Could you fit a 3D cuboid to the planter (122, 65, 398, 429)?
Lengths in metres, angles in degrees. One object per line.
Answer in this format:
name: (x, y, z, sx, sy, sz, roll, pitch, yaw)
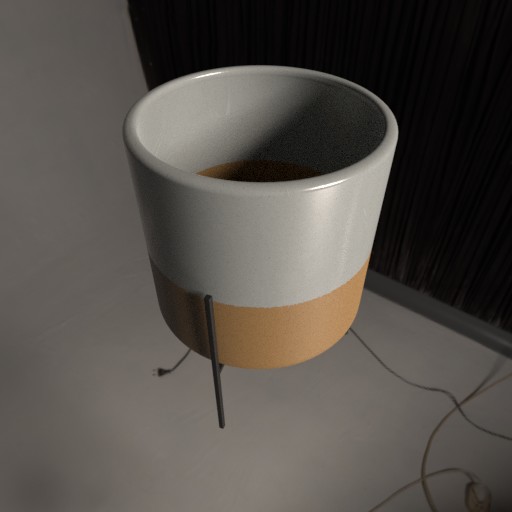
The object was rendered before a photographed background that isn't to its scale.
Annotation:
planter: (0.000, 0.000, 0.637, 0.310, 0.432, 0.310, 26, 49, 25)
